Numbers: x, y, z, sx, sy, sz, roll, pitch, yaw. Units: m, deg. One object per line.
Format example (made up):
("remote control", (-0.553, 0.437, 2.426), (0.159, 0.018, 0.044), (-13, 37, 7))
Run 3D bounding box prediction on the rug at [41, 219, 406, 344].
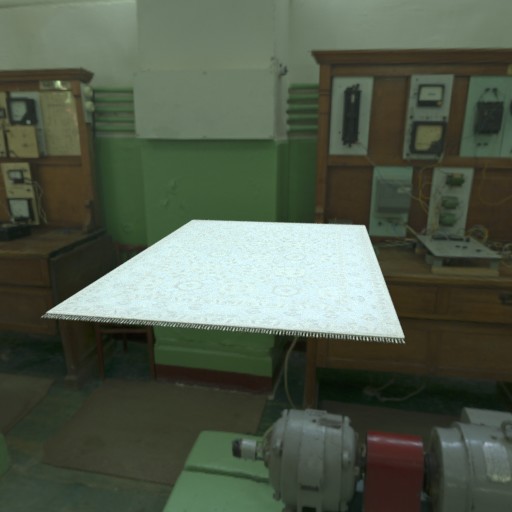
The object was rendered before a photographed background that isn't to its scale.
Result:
("rug", (0.000, 0.000, 2.844), (1.514, 0.011, 2.233), (3, 16, 9))
